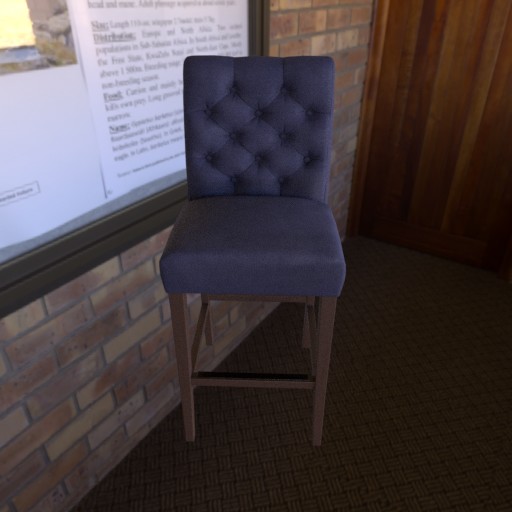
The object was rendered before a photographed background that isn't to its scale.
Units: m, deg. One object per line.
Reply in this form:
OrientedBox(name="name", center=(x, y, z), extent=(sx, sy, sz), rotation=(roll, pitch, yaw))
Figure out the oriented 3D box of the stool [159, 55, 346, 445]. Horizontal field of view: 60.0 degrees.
OrientedBox(name="stool", center=(0.000, 0.000, 1.444), extent=(0.493, 1.140, 0.601), rotation=(1, 31, 2))
